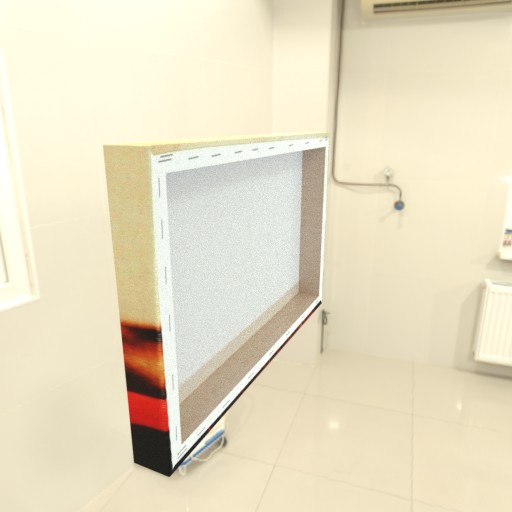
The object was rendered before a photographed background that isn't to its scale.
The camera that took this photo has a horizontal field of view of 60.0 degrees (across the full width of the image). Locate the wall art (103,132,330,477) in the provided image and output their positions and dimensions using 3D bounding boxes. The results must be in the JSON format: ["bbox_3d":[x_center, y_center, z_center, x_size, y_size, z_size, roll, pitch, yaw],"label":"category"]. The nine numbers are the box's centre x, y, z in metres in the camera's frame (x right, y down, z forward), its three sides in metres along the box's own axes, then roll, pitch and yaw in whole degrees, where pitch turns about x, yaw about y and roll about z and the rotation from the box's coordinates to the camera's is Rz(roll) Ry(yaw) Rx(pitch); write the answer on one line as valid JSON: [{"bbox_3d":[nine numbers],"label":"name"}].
[{"bbox_3d":[0.000,0.000,0.480,0.037,0.251,0.383,8,19,25],"label":"wall art"}]
